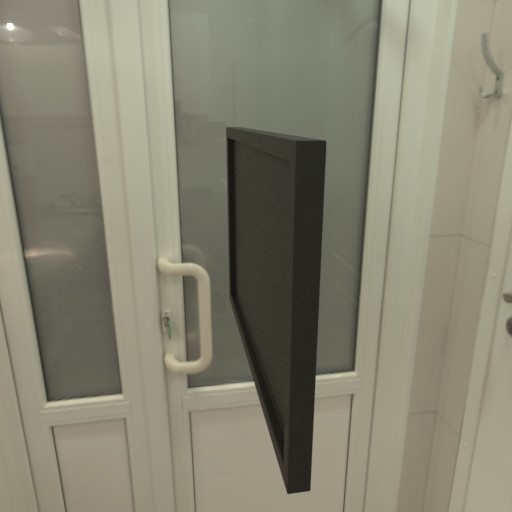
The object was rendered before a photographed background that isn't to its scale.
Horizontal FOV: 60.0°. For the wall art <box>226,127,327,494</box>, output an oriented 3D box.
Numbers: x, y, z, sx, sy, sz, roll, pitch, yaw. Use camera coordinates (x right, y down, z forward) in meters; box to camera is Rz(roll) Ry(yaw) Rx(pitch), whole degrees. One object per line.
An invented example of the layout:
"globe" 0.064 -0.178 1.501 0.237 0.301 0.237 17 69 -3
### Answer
"wall art" 0.000 0.000 0.555 0.021 0.301 0.443 -3 18 -9
